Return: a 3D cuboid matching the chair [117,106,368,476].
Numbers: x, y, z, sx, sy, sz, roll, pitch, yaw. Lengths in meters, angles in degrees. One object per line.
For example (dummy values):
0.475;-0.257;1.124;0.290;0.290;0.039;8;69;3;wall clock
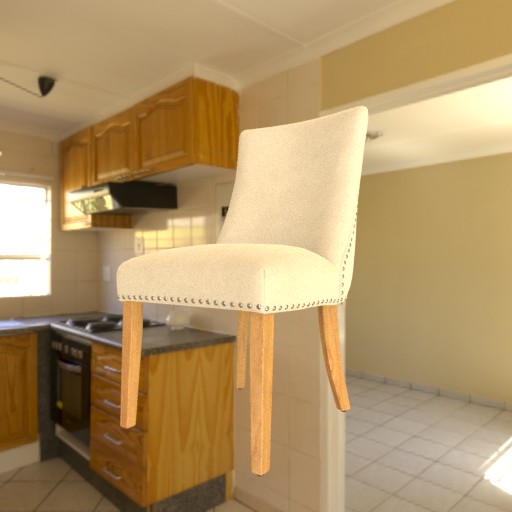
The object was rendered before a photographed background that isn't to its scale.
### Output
0.000;0.000;1.259;0.495;0.902;0.610;0;0;36;chair
